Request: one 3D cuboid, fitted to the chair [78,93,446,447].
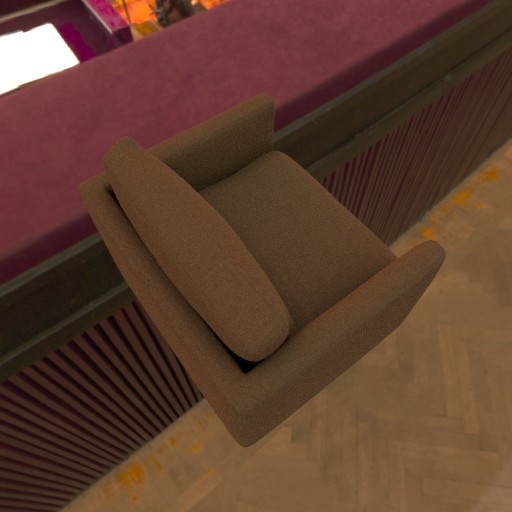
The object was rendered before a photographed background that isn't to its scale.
[{"bbox_3d":[0.000,0.000,1.860,0.959,0.963,1.107,-33,64,-18],"label":"chair"}]
